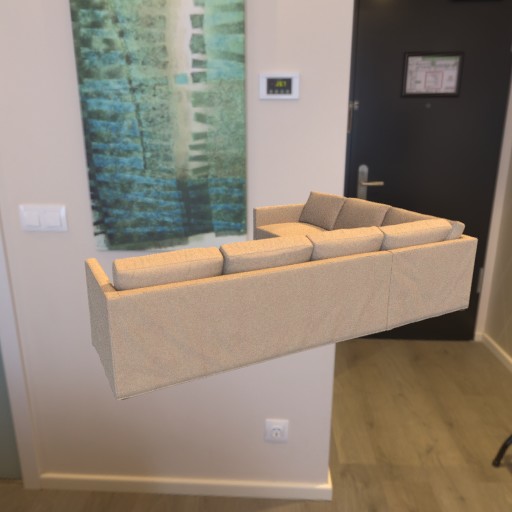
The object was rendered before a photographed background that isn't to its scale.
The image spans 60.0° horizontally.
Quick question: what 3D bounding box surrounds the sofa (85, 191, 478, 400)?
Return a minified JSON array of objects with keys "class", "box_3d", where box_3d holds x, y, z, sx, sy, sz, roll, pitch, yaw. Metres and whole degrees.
[{"class":"sofa","box_3d":[0.000,0.000,4.288,3.182,0.871,2.432,-8,17,-26]}]
